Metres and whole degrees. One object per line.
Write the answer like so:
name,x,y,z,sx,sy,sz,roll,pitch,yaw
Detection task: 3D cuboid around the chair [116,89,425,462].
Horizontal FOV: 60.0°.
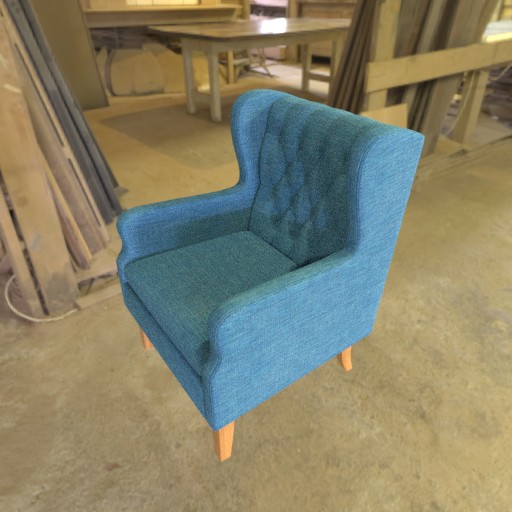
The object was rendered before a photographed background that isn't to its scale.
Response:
chair,0.000,0.000,1.536,0.775,0.952,0.711,-20,37,-29
